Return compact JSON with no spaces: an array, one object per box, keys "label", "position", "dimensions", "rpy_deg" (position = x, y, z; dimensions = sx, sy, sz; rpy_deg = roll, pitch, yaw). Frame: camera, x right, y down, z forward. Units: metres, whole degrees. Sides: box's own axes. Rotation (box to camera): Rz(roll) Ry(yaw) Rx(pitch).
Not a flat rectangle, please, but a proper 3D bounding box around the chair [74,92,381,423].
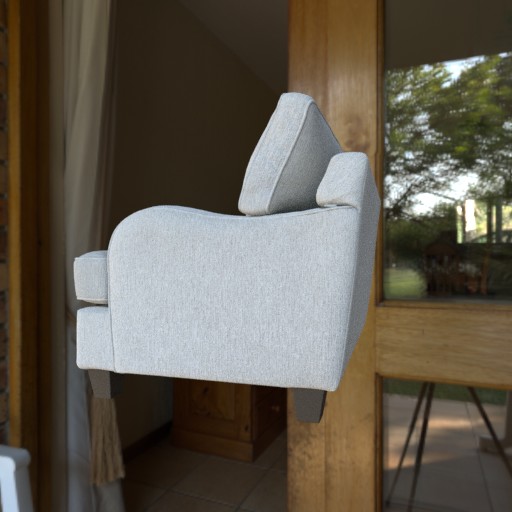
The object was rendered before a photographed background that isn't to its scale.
[{"label":"chair","position":[0.000,0.000,1.983],"dimensions":[1.041,1.016,1.220],"rpy_deg":[0,1,17]}]
